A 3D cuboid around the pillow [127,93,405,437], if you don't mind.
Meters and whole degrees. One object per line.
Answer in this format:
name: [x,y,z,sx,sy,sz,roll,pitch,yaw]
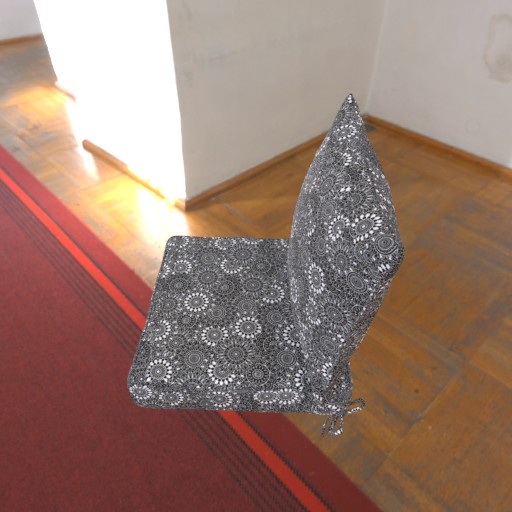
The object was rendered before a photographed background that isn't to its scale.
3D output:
pillow: [0.000,0.000,1.357,0.740,0.722,0.798,1,43,2]
